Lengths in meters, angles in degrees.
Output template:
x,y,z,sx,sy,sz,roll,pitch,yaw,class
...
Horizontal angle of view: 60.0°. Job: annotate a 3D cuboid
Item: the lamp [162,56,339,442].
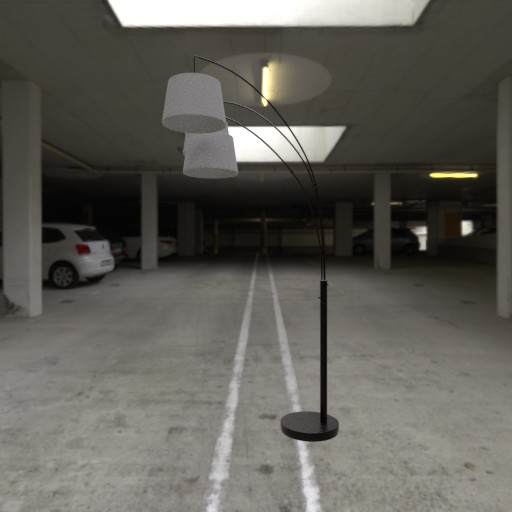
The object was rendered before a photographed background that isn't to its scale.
x,y,z,sx,sy,sz,roll,pitch,yaw,class
0.000,0.000,2.472,0.924,1.950,0.951,0,0,1,lamp
